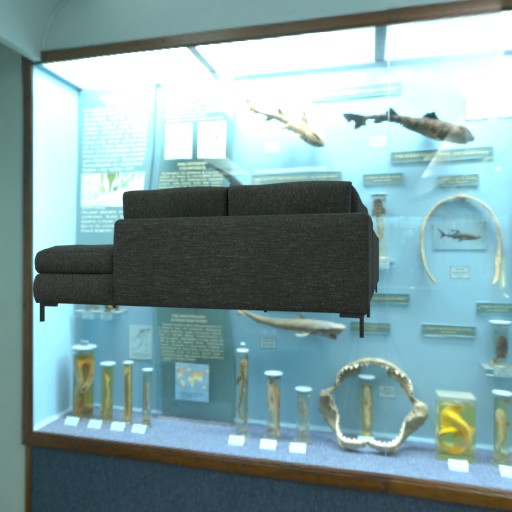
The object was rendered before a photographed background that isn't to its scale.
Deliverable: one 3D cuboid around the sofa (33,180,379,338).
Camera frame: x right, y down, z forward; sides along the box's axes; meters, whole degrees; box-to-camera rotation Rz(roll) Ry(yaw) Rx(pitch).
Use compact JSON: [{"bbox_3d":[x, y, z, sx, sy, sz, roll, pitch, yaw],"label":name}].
[{"bbox_3d":[0.000,0.000,3.828,2.007,0.815,2.949,0,0,17],"label":"sofa"}]
